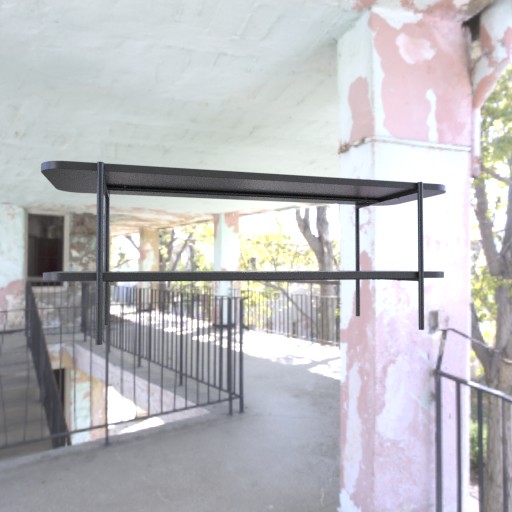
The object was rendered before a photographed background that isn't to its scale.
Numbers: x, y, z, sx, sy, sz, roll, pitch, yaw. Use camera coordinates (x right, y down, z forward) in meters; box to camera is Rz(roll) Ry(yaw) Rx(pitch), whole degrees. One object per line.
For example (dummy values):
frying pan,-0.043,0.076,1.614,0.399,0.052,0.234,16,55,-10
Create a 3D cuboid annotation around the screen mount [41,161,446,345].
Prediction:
screen mount,0.000,0.000,1.397,1.200,0.447,0.400,0,-1,-16
